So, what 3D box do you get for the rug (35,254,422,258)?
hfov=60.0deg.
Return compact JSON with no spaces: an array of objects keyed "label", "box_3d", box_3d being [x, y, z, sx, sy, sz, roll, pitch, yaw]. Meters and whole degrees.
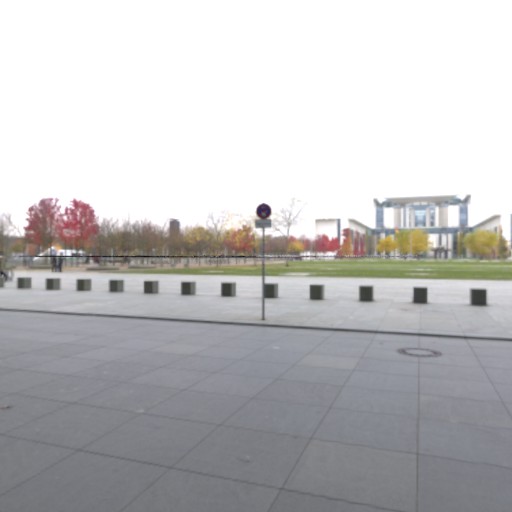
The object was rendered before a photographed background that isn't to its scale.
[{"label":"rug","box_3d":[0.000,0.000,2.293,1.217,0.012,1.848,0,0,35]}]
